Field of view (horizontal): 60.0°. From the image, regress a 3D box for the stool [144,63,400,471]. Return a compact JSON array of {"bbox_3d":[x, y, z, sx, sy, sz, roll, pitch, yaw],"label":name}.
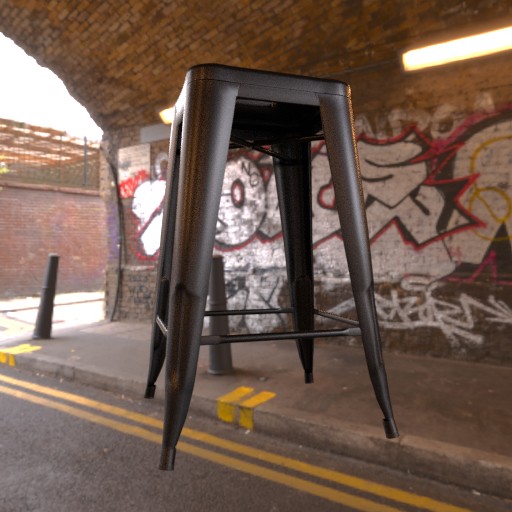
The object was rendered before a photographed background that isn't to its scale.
[{"bbox_3d":[0.000,0.000,0.847,0.399,0.609,0.359,0,0,-18],"label":"stool"}]
